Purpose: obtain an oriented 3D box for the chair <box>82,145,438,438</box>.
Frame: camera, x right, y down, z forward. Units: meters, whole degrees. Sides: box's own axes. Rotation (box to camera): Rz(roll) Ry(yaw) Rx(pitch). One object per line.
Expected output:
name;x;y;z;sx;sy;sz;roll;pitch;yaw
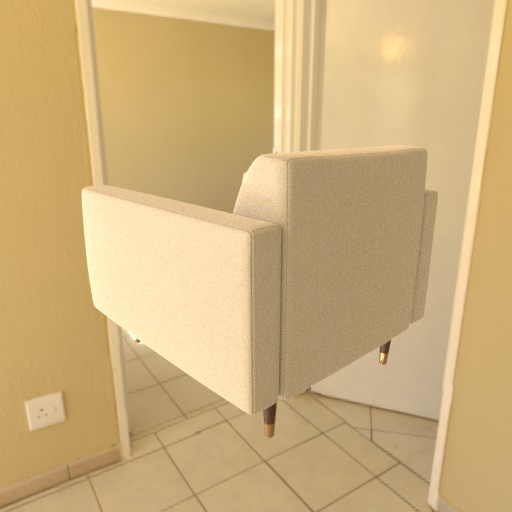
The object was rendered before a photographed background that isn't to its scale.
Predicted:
chair;0.000;0.000;1.675;0.953;0.819;0.998;-15;22;-40
